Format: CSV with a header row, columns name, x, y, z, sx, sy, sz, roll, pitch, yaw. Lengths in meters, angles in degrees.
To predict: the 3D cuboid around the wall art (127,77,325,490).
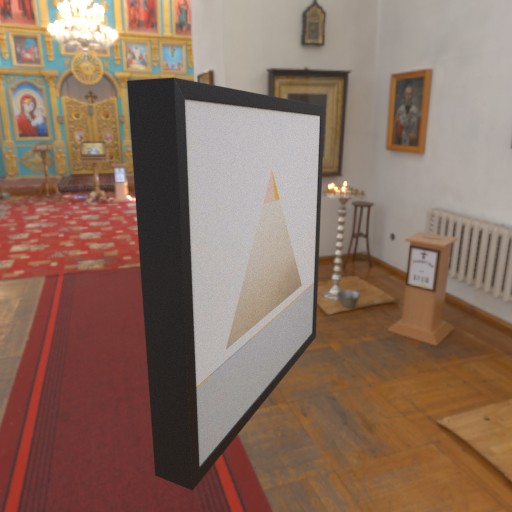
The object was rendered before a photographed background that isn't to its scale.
name,x,y,z,sx,sy,sz,roll,pitch,yaw
wall art,0.000,0.000,0.448,0.037,0.303,0.304,7,17,25
